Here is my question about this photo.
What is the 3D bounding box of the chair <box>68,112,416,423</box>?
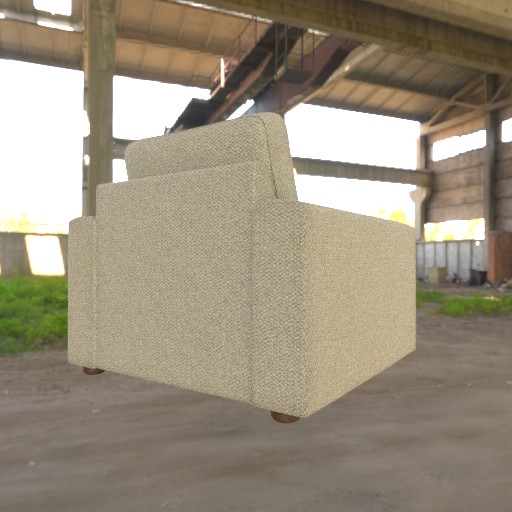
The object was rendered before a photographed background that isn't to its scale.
[{"bbox_3d":[0.000,0.000,1.768,1.005,0.873,1.016,0,0,35],"label":"chair"}]
